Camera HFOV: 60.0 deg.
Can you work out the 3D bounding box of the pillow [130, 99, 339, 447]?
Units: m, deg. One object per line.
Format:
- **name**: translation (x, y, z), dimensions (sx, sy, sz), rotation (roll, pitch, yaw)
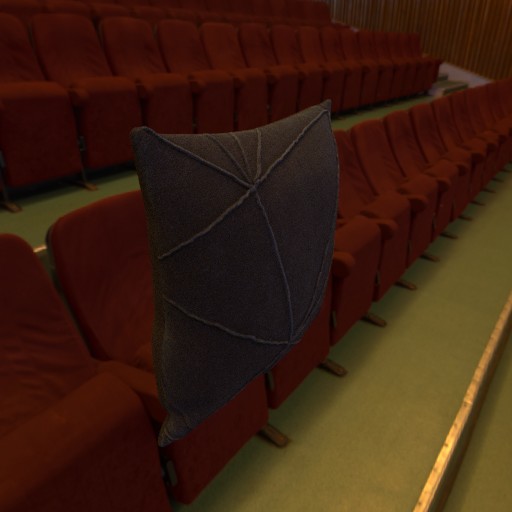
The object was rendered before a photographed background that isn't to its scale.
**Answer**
- **pillow**: translation (0.000, 0.000, 0.688), dimensions (0.183, 0.440, 0.439), rotation (17, 30, 32)
